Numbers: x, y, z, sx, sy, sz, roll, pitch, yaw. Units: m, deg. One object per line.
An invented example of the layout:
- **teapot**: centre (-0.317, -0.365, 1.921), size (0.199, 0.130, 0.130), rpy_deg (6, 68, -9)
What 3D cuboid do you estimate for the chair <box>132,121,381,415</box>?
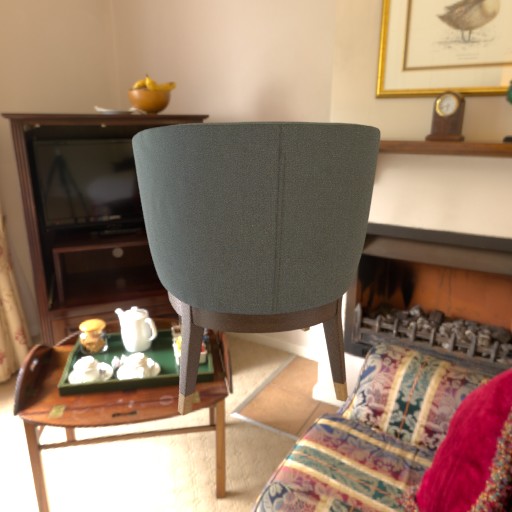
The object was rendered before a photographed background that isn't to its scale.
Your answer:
- **chair**: centre (0.000, 0.000, 1.316), size (0.661, 0.760, 0.702), rpy_deg (-2, 17, -8)
